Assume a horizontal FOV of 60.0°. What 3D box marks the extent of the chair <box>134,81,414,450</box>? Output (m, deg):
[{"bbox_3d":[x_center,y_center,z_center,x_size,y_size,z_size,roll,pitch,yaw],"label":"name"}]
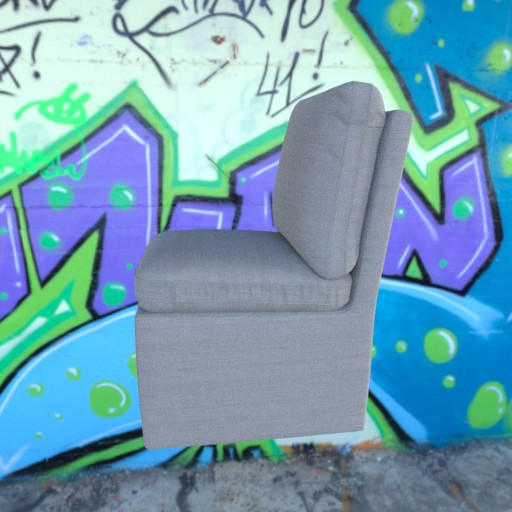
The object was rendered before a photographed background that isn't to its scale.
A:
[{"bbox_3d":[0.000,0.000,1.316,0.698,0.927,0.503,-2,15,-7],"label":"chair"}]
